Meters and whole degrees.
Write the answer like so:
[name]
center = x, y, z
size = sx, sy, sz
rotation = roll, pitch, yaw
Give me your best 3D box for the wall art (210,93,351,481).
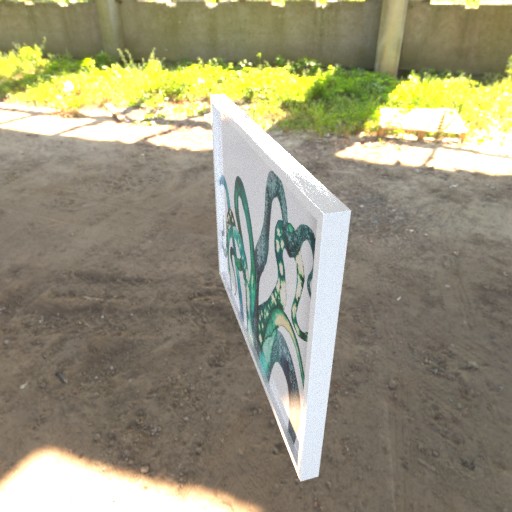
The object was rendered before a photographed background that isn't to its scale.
[wall art]
center = 0.000, 0.000, 1.409
size = 0.053, 0.787, 1.041
rotation = -8, 32, -14
